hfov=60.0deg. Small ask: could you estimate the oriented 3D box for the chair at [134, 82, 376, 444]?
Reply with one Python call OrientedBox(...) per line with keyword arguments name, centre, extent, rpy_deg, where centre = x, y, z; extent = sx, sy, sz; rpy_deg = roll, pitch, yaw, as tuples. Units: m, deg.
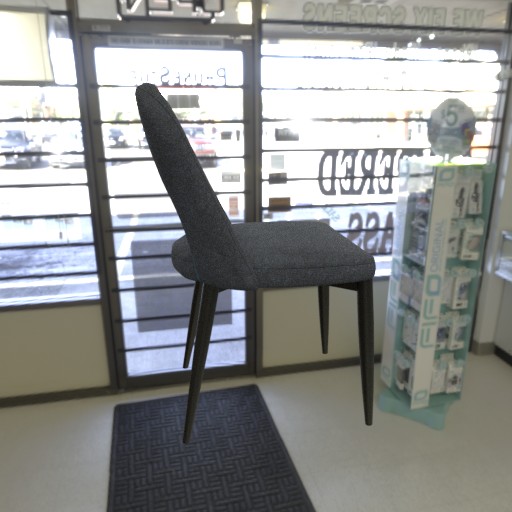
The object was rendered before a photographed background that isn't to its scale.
OrientedBox(name="chair", centre=(0.000, 0.000, 1.294), extent=(0.612, 0.931, 0.470), rpy_deg=(-3, 17, -9))
